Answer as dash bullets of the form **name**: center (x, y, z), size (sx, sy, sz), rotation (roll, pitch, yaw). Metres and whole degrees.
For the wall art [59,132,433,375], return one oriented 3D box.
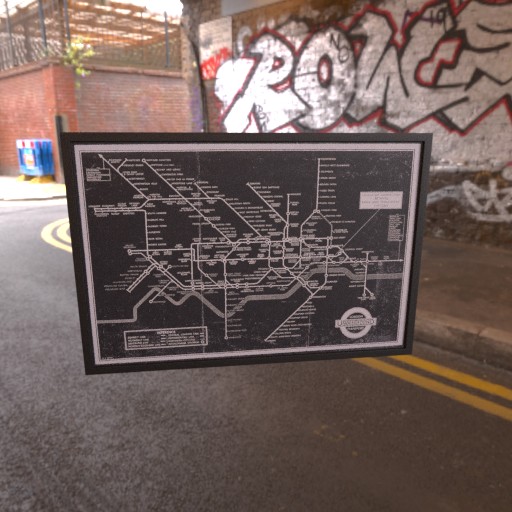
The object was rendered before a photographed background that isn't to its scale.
- **wall art**: center (0.000, 0.000, 1.511), size (1.192, 0.811, 0.013), rotation (-2, 15, -7)
